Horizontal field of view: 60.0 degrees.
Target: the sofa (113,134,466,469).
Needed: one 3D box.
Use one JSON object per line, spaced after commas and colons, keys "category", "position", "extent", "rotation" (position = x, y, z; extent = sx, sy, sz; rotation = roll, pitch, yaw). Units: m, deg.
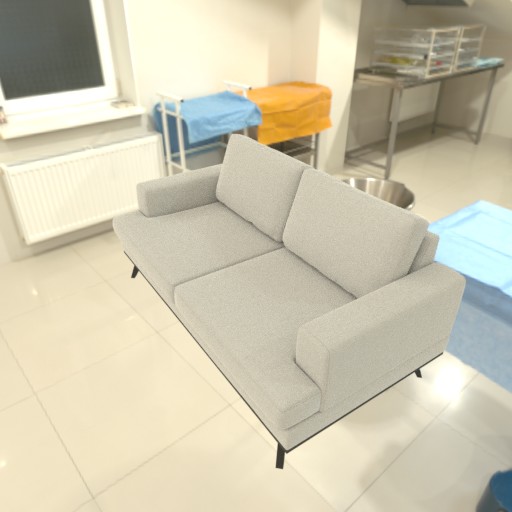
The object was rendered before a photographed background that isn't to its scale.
{"category": "sofa", "position": [0.000, 0.000, 2.188], "extent": [0.920, 0.810, 1.650], "rotation": [-20, 37, -28]}
